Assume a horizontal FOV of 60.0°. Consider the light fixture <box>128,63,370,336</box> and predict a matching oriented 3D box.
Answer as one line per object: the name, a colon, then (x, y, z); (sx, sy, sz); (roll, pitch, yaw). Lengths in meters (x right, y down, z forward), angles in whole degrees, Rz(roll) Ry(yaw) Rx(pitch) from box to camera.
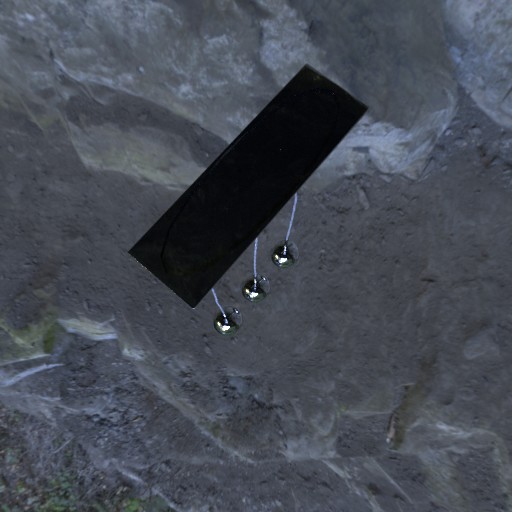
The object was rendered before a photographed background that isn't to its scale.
light fixture: (0.000, 0.000, 1.663); (0.188, 1.408, 0.623); (39, 79, 9)
